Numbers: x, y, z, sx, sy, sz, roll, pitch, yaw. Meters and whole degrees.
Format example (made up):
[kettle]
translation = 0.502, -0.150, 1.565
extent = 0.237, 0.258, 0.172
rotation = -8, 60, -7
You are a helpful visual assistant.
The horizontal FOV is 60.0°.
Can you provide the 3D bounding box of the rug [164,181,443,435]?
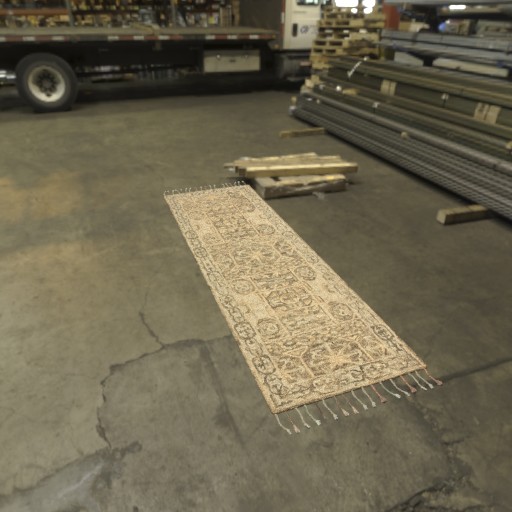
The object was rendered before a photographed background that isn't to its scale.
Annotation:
[rug]
translation = 0.000, 0.000, 2.879
extent = 0.762, 0.011, 2.664
rotation = -11, 32, -18
